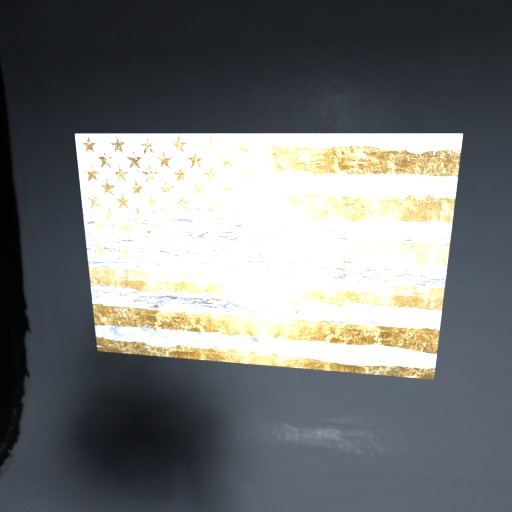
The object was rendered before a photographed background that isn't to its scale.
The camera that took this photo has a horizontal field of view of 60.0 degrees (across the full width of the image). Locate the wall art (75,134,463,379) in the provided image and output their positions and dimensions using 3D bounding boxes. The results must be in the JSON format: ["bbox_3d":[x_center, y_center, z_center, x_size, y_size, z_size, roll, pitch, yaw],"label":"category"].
[{"bbox_3d":[0.000,0.000,1.148,0.932,0.610,0.027,3,16,9],"label":"wall art"}]
